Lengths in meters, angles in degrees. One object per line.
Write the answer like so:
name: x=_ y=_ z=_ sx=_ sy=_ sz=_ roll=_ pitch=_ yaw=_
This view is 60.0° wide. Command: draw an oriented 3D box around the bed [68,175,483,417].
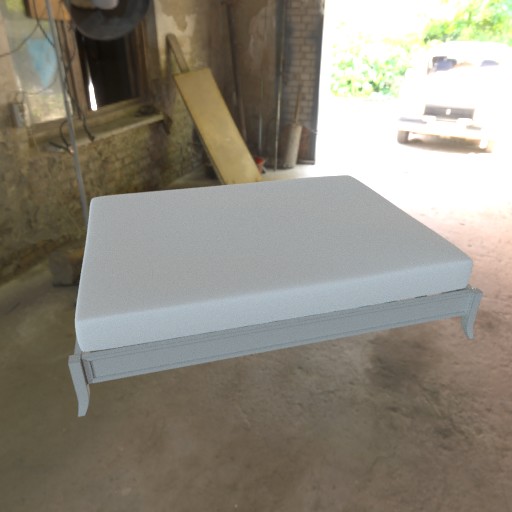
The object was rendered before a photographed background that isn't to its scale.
bed: x=0.000 y=0.000 z=2.806 sx=2.108 sy=0.510 sz=1.604 roll=-7 pitch=30 yaw=-13
